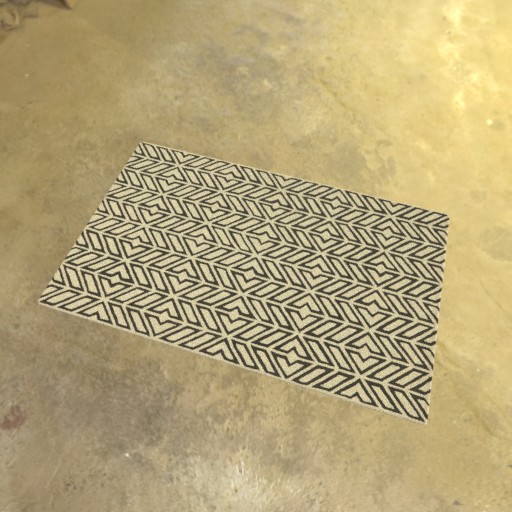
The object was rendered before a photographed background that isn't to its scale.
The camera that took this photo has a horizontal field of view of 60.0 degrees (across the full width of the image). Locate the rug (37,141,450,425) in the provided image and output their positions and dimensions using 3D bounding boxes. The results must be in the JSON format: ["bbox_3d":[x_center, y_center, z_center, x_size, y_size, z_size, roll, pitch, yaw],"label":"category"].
[{"bbox_3d":[0.000,0.000,2.996,2.438,0.008,1.523,15,59,9],"label":"rug"}]
